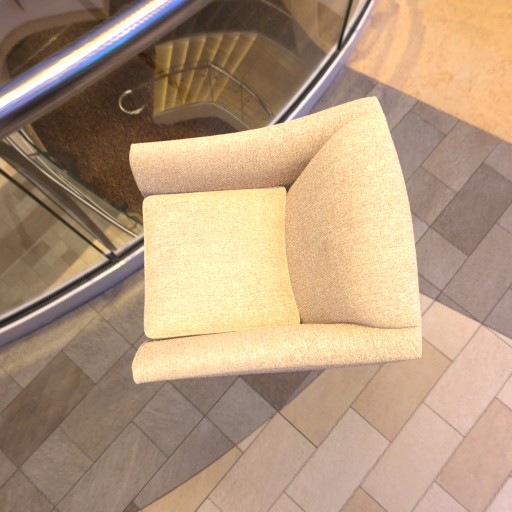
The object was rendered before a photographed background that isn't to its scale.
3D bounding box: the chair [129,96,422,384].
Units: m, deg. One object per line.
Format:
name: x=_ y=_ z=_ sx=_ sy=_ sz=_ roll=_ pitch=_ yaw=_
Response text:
chair: x=0.000 y=0.000 z=1.476 sx=0.787 sy=0.839 sz=0.763 roll=-5 pitch=75 yaw=-1
